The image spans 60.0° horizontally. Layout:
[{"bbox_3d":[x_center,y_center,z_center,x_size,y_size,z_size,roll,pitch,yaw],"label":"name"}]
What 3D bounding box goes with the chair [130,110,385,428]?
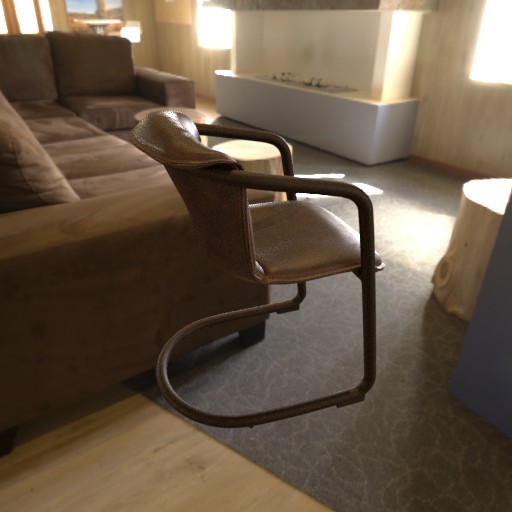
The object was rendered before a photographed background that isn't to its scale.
[{"bbox_3d":[0.000,0.000,1.309,0.664,0.836,0.536,-9,30,-16],"label":"chair"}]
